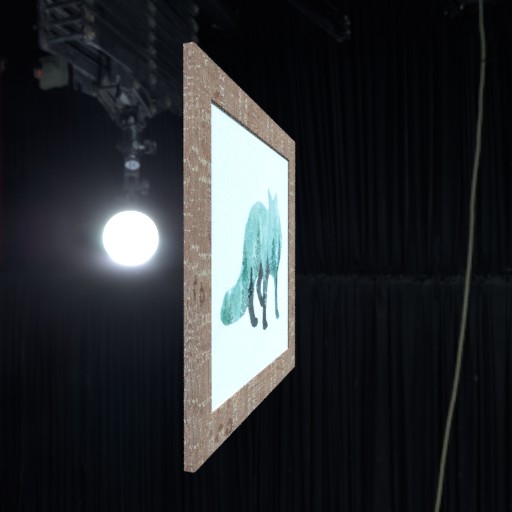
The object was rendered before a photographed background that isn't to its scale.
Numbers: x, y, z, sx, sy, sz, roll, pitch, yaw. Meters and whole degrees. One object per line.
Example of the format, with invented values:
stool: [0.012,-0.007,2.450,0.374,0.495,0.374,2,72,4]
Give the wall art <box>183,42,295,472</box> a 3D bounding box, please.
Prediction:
wall art: [0.000,0.000,0.579,0.012,0.384,0.384,0,1,18]
